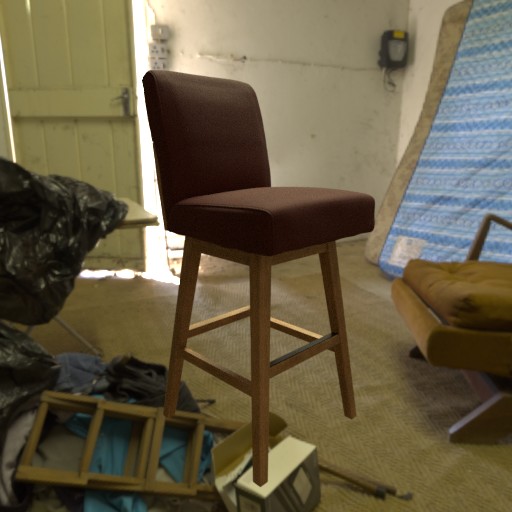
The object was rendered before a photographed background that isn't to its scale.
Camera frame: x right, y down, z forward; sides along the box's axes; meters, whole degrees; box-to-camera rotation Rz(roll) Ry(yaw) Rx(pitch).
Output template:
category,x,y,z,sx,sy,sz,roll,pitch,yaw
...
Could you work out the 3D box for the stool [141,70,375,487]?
category,x,y,z,sx,sy,sz,roll,pitch,yaw
stool,0.000,0.000,1.364,0.468,1.093,0.562,-13,19,-43
